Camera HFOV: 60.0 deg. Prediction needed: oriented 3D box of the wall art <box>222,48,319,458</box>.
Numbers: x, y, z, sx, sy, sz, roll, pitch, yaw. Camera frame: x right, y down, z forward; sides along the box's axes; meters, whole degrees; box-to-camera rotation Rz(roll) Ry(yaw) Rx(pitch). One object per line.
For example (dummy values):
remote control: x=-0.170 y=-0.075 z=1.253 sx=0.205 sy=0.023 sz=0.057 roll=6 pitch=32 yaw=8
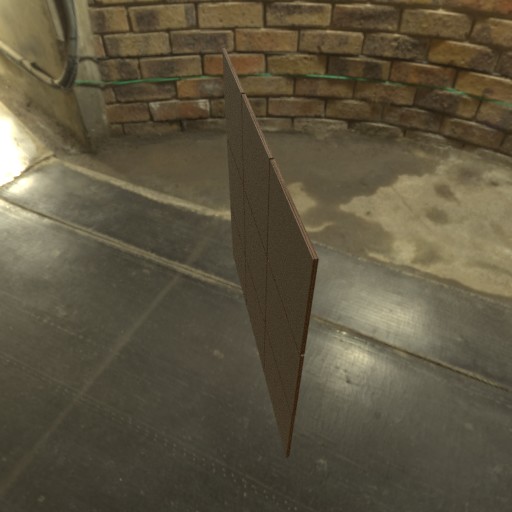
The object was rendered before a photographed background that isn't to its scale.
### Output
wall art: x=0.000 y=0.000 z=1.386 sx=0.010 sy=0.917 sz=0.919 roll=-9 pitch=47 yaw=-9
